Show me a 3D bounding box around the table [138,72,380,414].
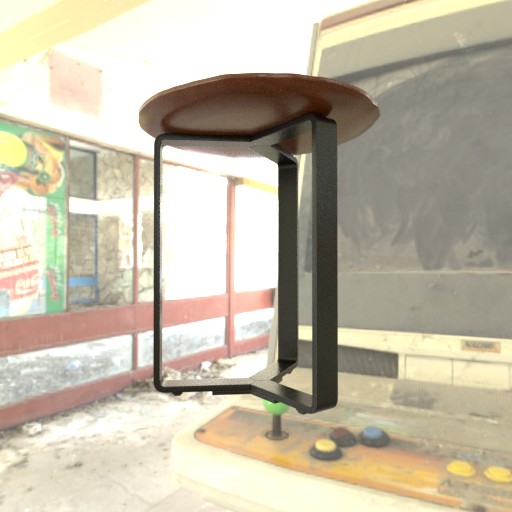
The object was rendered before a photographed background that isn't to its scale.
[{"bbox_3d":[0.000,0.000,0.744,0.380,0.450,0.410,0,-1,-36],"label":"table"}]
